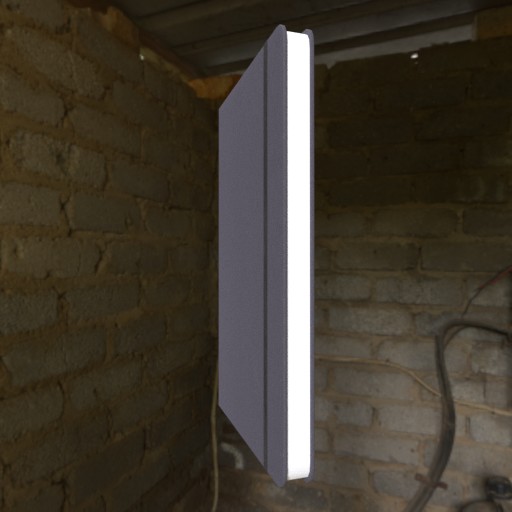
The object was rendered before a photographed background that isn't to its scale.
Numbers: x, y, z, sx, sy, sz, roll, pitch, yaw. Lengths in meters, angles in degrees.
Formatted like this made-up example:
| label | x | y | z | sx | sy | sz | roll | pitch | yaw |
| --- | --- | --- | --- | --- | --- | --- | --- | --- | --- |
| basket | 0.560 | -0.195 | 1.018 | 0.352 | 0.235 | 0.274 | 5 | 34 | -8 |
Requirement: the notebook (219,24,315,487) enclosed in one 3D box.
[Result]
| label | x | y | z | sx | sy | sz | roll | pitch | yaw |
| --- | --- | --- | --- | --- | --- | --- | --- | --- | --- |
| notebook | 0.000 | 0.000 | 0.259 | 0.016 | 0.213 | 0.127 | 0 | -1 | -18 |
